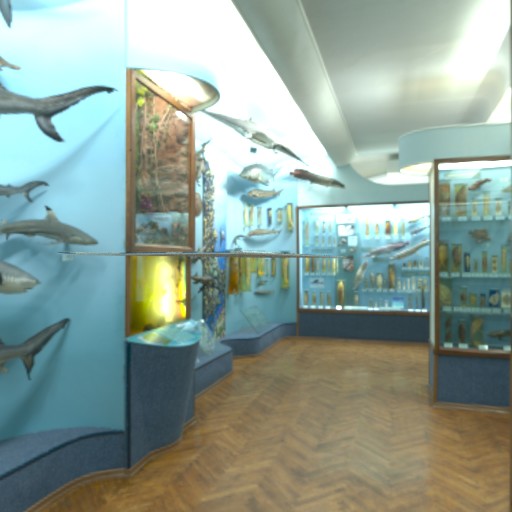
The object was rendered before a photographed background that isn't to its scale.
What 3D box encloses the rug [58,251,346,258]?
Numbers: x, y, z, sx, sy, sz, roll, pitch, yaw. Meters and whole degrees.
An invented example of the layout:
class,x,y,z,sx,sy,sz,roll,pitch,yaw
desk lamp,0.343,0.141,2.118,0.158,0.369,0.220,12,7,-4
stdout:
class,x,y,z,sx,sy,sz,roll,pitch,yaw
rug,0.000,0.000,2.740,0.768,0.011,2.446,0,-1,19
